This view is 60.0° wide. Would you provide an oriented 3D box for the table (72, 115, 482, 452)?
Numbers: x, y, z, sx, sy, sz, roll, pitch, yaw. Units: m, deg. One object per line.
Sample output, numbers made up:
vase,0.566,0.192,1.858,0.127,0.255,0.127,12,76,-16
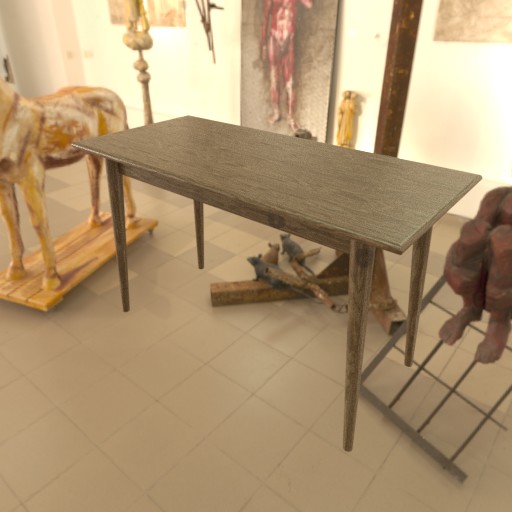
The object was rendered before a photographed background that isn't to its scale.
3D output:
table,0.000,0.000,1.701,1.300,0.780,0.599,22,37,33
